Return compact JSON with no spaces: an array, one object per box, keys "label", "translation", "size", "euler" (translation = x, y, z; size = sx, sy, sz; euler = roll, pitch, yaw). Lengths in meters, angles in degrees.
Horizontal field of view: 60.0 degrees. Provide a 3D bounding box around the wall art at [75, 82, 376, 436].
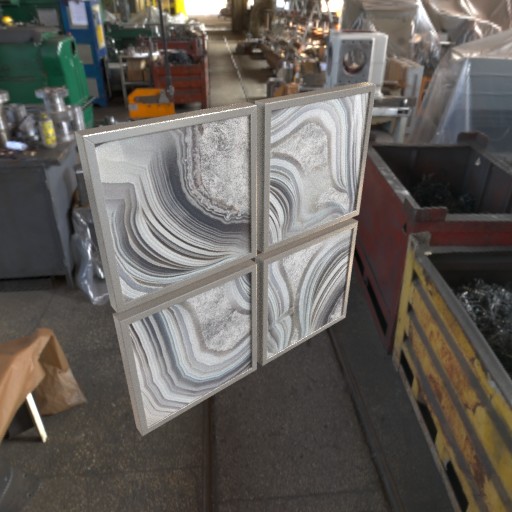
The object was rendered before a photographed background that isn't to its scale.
[{"label":"wall art","translation":[0.000,0.000,0.915],"size":[0.611,0.611,0.029],"euler":[-22,37,-32]}]
